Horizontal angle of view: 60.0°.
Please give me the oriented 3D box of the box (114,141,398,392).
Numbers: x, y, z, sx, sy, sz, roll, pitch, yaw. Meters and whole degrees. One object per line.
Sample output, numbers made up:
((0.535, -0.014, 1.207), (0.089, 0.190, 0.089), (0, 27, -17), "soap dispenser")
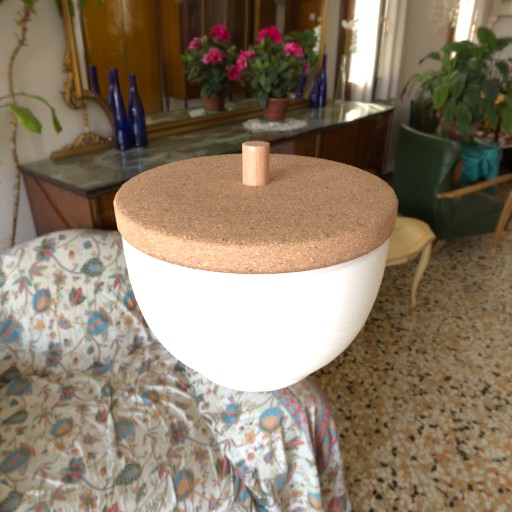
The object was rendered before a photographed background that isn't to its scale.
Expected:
((0.000, 0.000, 0.186), (0.107, 0.094, 0.107), (0, 27, 0), "box")
